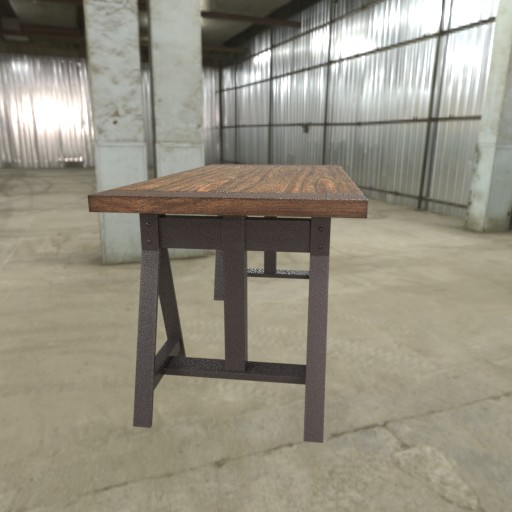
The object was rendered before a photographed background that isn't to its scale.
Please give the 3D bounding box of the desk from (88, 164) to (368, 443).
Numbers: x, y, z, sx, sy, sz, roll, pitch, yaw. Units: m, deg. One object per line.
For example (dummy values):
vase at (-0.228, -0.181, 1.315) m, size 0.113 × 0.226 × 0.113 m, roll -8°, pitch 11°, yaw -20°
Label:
desk at (0.000, 0.000, 2.005) m, size 0.784 × 0.725 × 1.543 m, roll 2°, pitch 15°, yaw 7°
